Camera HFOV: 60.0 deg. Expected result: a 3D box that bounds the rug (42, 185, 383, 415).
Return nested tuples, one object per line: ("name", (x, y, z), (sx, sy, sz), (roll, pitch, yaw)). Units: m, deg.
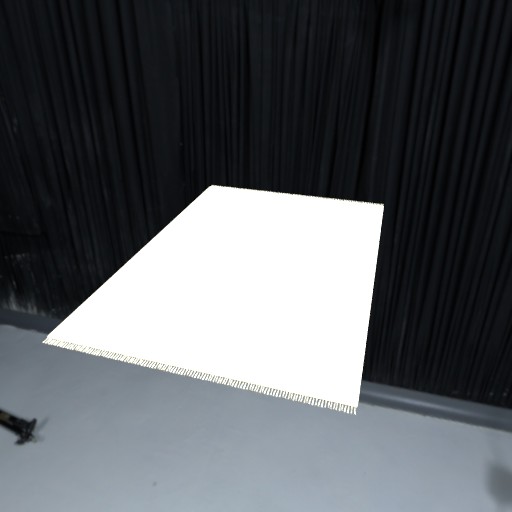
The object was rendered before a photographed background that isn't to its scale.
("rug", (0.000, 0.000, 2.898), (1.514, 0.011, 2.233), (9, 31, 15))
